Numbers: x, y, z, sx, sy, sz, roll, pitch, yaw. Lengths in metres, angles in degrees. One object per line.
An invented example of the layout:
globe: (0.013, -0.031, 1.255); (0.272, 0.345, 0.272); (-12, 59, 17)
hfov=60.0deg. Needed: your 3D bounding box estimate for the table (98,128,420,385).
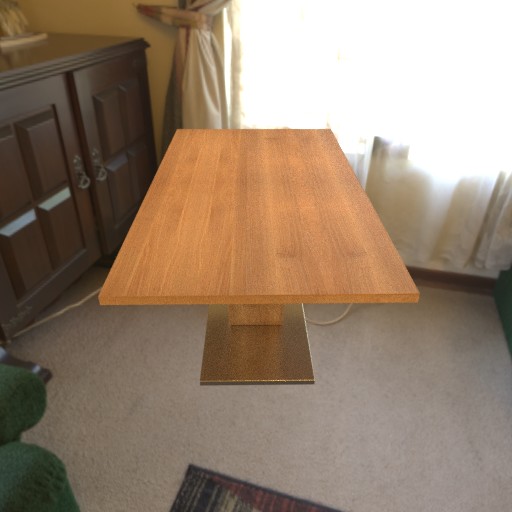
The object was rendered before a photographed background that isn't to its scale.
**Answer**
table: (0.000, 0.000, 2.116); (0.900, 0.750, 1.600); (0, 32, -1)
